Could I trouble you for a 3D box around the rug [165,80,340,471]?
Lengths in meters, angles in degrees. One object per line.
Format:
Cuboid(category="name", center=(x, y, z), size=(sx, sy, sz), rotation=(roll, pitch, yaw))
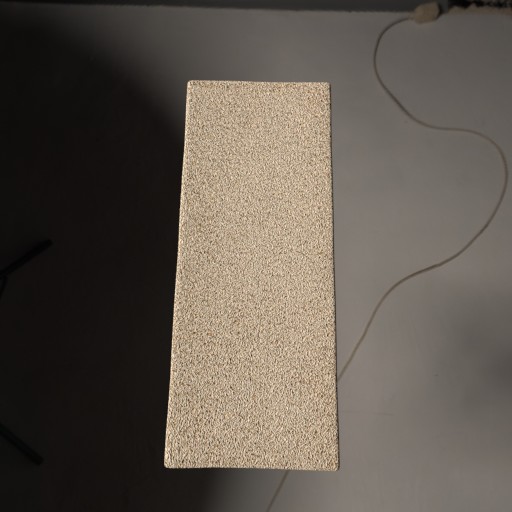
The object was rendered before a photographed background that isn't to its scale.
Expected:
Cuboid(category="rug", center=(0.000, 0.000, 1.717), size=(0.609, 0.030, 1.524), rotation=(1, 77, 0))
